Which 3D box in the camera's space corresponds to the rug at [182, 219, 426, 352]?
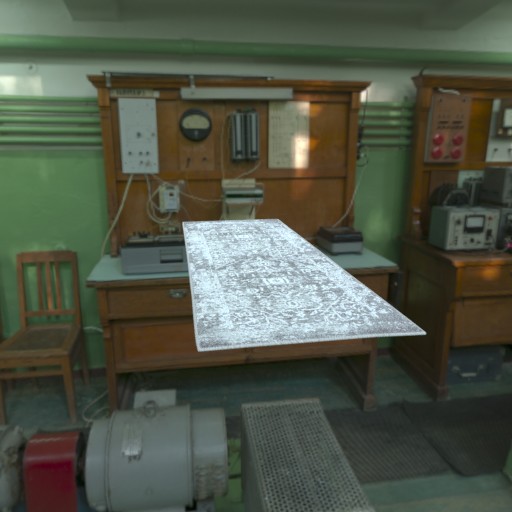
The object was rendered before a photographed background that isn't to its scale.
[{"bbox_3d":[0.000,0.000,2.742,0.855,0.017,2.452,-3,15,-10],"label":"rug"}]
